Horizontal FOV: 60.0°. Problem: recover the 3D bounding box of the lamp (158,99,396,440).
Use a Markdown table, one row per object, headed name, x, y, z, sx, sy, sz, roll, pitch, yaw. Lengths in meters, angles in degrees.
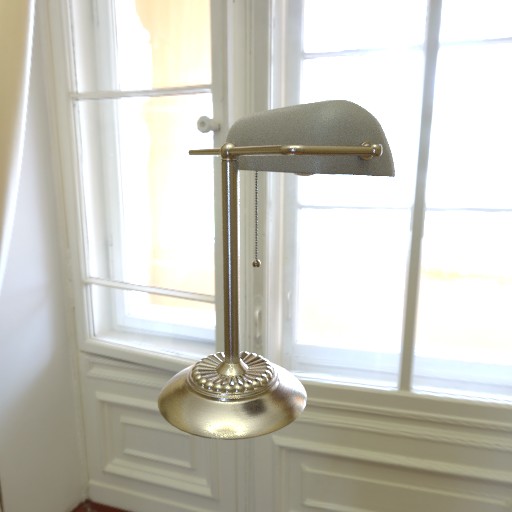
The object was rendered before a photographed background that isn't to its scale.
| name | x | y | z | sx | sy | sz | roll | pitch | yaw |
| --- | --- | --- | --- | --- | --- | --- | --- | --- | --- |
| lamp | 0.000 | 0.000 | 0.518 | 0.243 | 0.339 | 0.264 | -7 | 14 | -27 |
